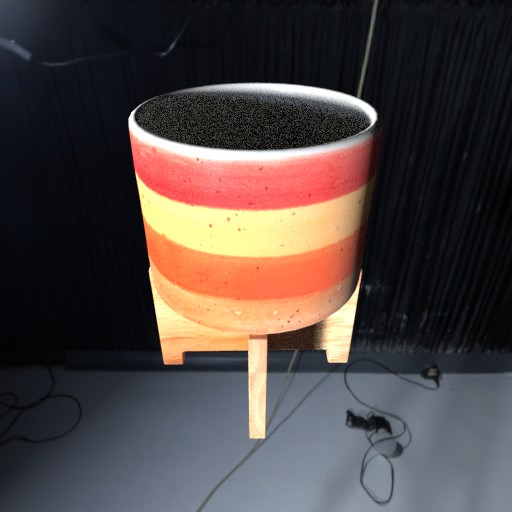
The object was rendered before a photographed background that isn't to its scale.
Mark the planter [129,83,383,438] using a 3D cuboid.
[{"bbox_3d":[0.000,0.000,0.412,0.199,0.268,0.199,0,33,0],"label":"planter"}]
